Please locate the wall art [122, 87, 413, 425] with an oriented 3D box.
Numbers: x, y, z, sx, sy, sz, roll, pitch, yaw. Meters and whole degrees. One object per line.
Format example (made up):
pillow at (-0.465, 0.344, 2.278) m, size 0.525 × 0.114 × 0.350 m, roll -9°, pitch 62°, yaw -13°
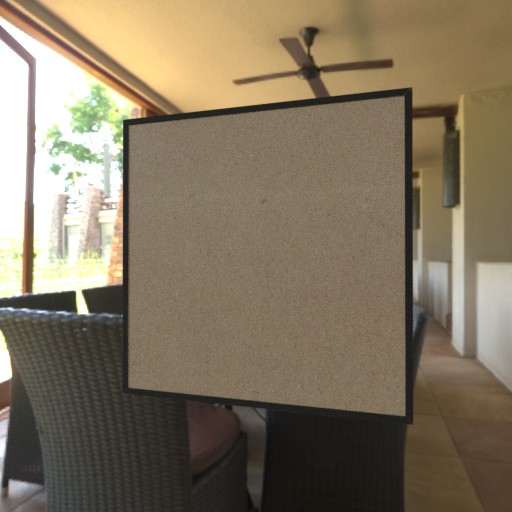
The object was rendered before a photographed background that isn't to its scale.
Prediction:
wall art at (0.000, 0.000, 0.763) m, size 0.508 × 0.508 × 0.038 m, roll 0°, pitch 0°, yaw 18°
